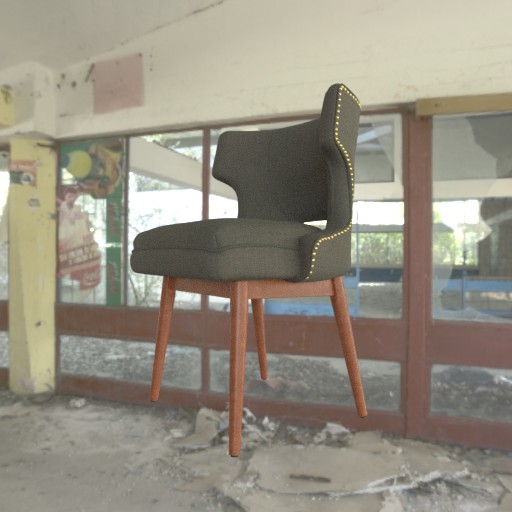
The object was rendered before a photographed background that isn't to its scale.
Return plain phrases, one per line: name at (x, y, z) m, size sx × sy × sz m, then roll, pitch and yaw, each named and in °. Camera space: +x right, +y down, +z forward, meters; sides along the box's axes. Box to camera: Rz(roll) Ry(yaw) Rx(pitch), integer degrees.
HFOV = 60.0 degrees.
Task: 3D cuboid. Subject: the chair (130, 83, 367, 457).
chair at (0.000, 0.000, 1.255) m, size 0.581 × 0.863 × 0.595 m, roll 0°, pitch 0°, yaw -35°
